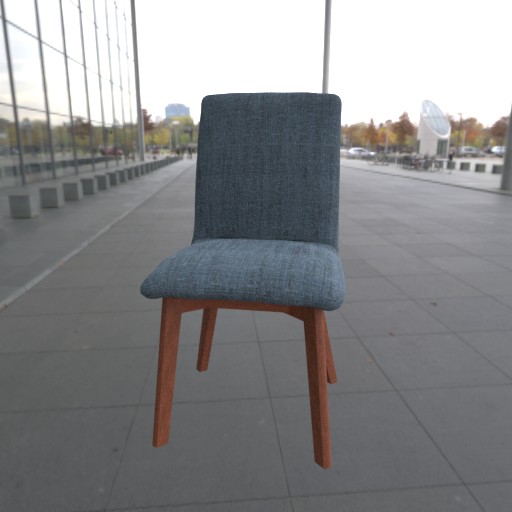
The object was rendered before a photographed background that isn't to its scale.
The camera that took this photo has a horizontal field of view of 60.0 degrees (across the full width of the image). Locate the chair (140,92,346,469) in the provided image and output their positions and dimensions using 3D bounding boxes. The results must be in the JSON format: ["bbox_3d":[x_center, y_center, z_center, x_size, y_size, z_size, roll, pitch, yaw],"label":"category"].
[{"bbox_3d":[0.000,0.000,1.317,0.522,0.974,0.563,3,14,10],"label":"chair"}]
